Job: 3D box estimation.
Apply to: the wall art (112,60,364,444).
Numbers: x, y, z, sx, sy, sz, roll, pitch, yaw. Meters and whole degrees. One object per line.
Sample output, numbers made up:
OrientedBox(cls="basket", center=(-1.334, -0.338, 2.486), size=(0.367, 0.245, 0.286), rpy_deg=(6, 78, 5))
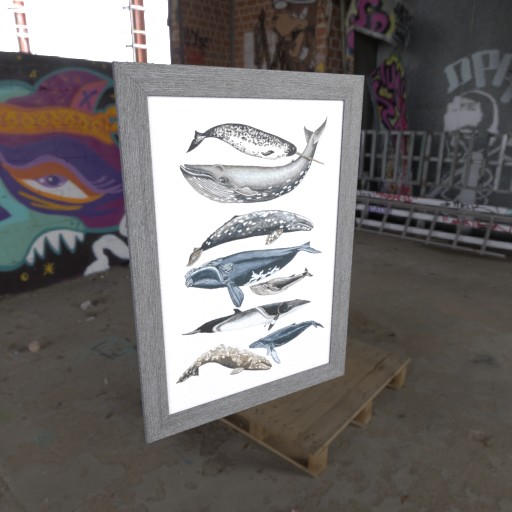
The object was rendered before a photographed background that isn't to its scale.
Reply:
OrientedBox(cls="wall art", center=(0.000, 0.000, 1.374), size=(0.768, 1.070, 0.020), rpy_deg=(-10, 20, -28))
